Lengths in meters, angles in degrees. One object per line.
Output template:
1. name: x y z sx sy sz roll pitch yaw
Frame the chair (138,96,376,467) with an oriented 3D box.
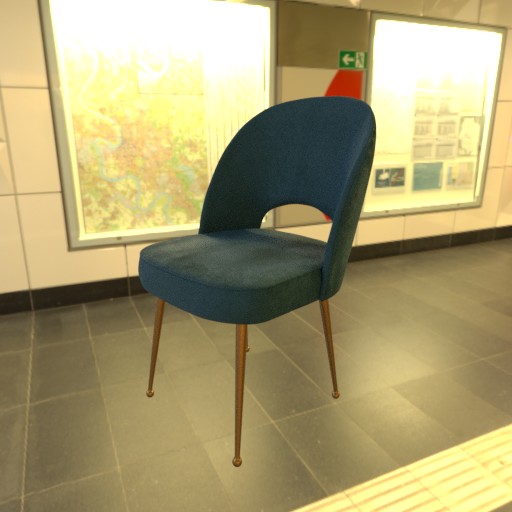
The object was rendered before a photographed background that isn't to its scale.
1. chair: 0.000 0.000 1.235 0.577 0.860 0.527 -15 23 -42
